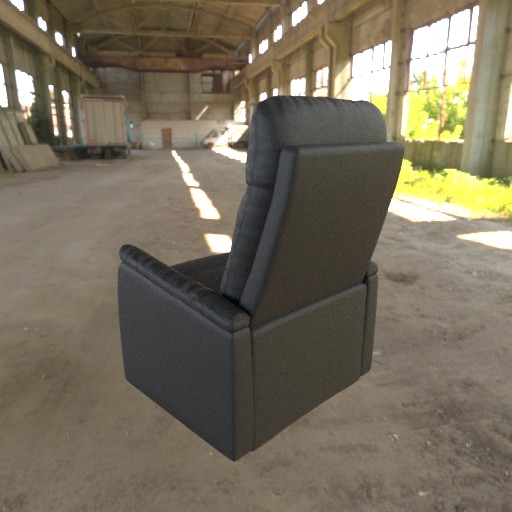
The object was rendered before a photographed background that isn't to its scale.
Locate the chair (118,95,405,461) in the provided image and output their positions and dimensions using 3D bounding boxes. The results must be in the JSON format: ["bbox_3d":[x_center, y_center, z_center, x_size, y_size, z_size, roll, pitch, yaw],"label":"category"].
[{"bbox_3d":[0.000,0.000,1.631,0.775,1.082,0.831,-15,22,-42],"label":"chair"}]
